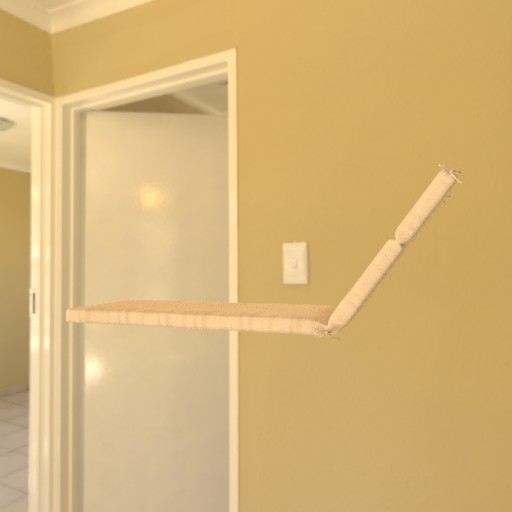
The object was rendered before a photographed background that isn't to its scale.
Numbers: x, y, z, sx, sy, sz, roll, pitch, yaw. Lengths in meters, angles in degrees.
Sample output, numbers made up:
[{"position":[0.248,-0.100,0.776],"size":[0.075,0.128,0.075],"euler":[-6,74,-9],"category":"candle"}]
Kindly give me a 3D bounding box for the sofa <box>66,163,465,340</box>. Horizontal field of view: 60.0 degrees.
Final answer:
[{"position":[0.000,0.000,1.996],"size":[1.663,0.622,0.582],"euler":[0,-1,18],"category":"sofa"}]
